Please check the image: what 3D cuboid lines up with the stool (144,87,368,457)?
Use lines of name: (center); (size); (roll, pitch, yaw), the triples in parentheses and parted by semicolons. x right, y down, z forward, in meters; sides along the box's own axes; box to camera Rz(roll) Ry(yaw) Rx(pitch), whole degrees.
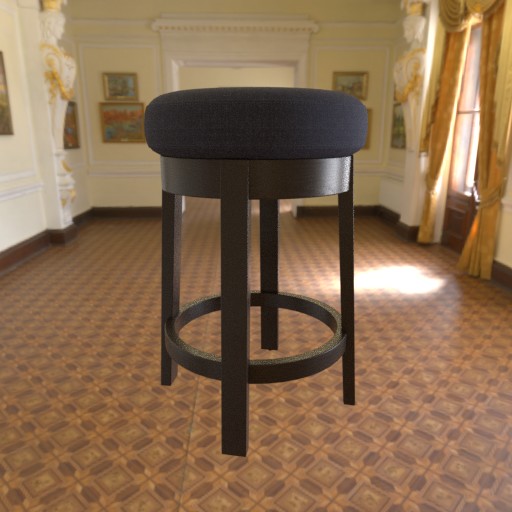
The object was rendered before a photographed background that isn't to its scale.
stool: (0.000, 0.000, 0.946); (0.449, 0.655, 0.449); (0, 15, 0)
